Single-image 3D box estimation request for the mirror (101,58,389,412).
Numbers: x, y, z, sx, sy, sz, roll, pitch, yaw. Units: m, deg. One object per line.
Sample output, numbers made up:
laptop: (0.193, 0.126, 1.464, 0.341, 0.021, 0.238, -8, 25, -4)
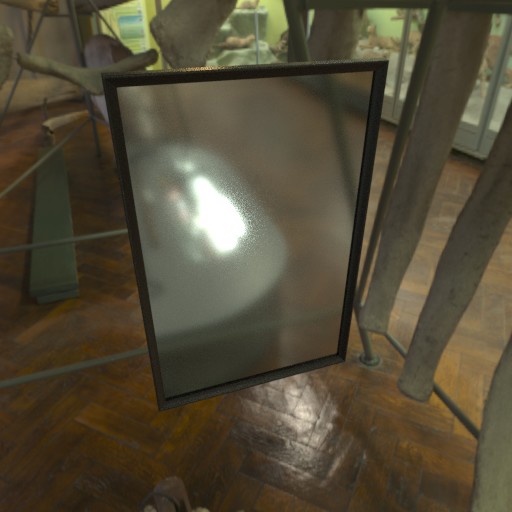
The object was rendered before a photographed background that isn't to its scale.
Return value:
mirror: (0.000, 0.000, 1.147, 0.609, 0.915, 0.041, -10, 33, -16)
